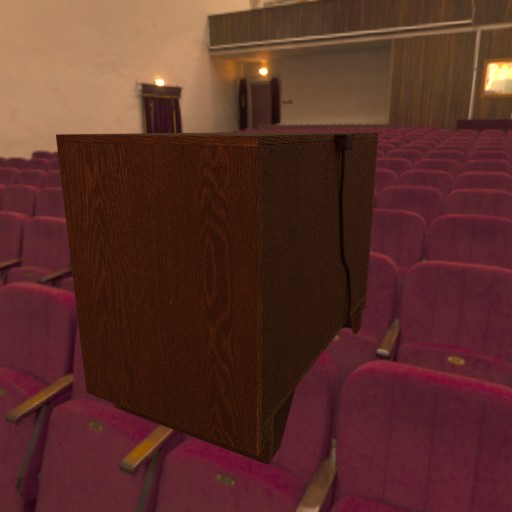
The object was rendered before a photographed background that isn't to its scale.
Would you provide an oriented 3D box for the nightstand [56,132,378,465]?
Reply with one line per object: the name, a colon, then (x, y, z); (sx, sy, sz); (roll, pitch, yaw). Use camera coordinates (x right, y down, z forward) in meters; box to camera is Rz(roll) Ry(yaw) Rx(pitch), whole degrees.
nightstand: (0.000, 0.000, 1.146); (0.457, 0.612, 0.775); (8, 18, 26)
